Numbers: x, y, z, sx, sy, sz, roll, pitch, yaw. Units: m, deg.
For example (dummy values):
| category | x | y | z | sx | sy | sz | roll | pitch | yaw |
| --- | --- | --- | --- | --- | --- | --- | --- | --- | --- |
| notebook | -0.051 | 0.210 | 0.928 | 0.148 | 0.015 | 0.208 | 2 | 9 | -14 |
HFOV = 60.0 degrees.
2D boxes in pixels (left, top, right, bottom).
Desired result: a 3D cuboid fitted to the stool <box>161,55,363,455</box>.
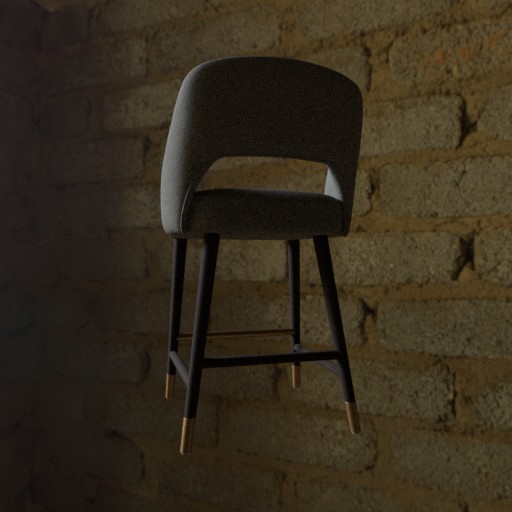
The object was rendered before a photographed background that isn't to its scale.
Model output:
| category | x | y | z | sx | sy | sz | roll | pitch | yaw |
| --- | --- | --- | --- | --- | --- | --- | --- | --- | --- |
| stool | 0.000 | 0.000 | 1.266 | 0.536 | 0.925 | 0.524 | 0 | 0 | -16 |
